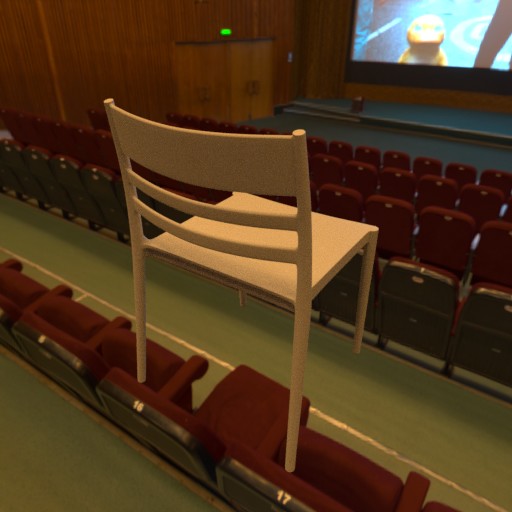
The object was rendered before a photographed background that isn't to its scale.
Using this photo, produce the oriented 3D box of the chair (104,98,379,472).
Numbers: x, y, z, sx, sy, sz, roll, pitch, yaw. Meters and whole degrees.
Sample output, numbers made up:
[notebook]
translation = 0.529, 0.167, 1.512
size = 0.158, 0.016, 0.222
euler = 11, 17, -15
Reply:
[chair]
translation = 0.000, 0.000, 1.155
size = 0.531, 0.800, 0.511
euler = 19, 35, 29
